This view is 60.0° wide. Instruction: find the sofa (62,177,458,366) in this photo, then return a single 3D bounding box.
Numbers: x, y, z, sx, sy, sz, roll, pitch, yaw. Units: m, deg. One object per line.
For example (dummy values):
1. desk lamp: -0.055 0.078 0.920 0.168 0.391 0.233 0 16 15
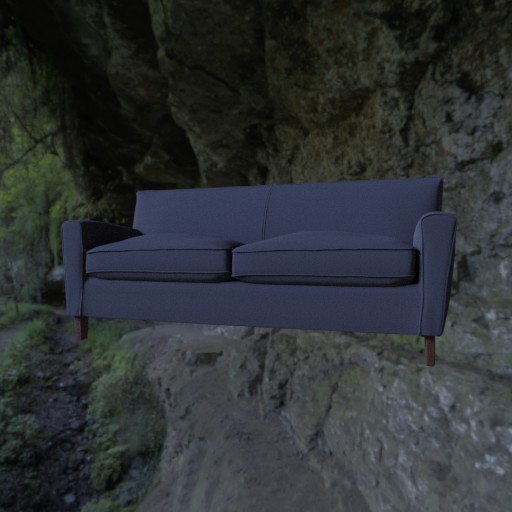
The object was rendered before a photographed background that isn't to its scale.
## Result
1. sofa: 0.000 0.000 2.465 2.002 0.907 0.843 0 1 18
